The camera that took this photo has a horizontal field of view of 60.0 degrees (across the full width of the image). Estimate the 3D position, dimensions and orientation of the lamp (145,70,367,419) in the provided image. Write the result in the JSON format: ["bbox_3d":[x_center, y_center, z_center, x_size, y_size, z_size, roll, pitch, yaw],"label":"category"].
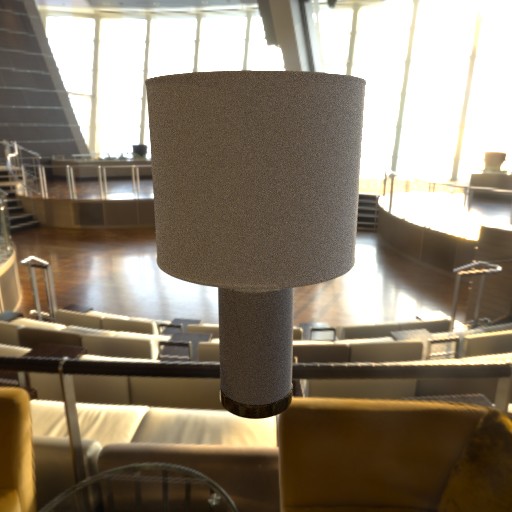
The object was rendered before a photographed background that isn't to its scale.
[{"bbox_3d":[0.000,0.000,0.522,0.229,0.380,0.229,0,16,0],"label":"lamp"}]
